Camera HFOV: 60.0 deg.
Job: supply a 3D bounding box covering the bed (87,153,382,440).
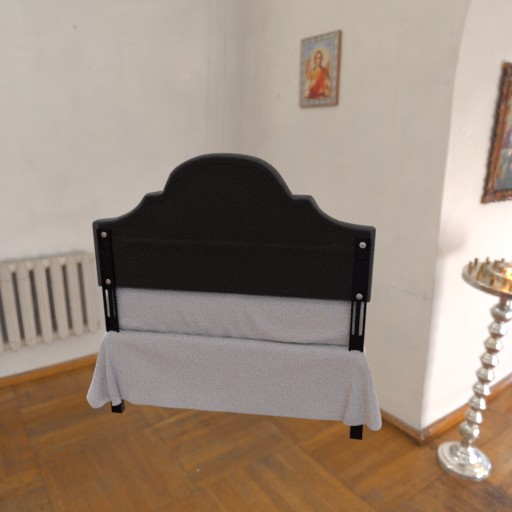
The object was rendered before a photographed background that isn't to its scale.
[{"bbox_3d":[0.000,0.000,3.435,1.780,1.634,2.222,3,16,9],"label":"bed"}]
